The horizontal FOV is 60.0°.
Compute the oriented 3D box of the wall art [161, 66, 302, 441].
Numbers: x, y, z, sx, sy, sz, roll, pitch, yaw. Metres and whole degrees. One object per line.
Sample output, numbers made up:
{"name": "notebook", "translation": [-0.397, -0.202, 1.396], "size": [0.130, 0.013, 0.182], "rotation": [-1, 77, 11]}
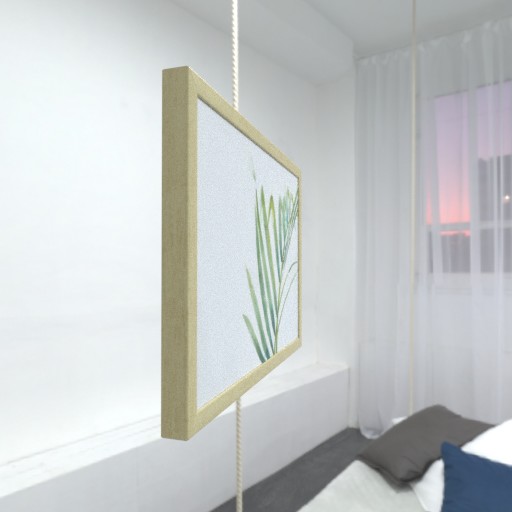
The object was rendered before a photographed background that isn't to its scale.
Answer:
{"name": "wall art", "translation": [0.000, 0.000, 0.707], "size": [0.032, 0.381, 0.533], "rotation": [0, -1, 18]}
